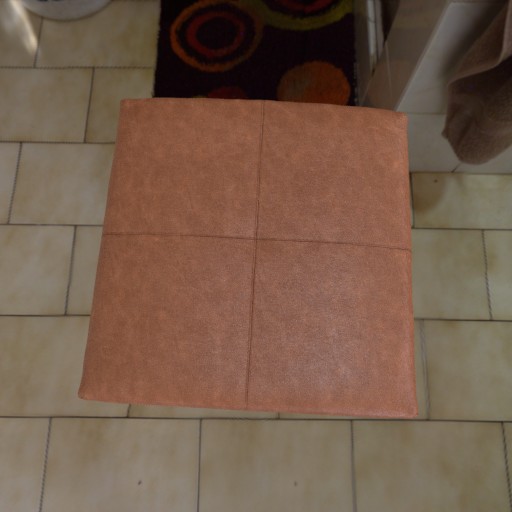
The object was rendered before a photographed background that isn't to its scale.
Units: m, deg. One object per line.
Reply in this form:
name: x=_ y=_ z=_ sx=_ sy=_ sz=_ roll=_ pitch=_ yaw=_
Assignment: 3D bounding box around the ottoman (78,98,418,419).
ottoman: x=0.000 y=0.000 z=1.577 sx=1.013 sy=0.442 sz=1.016 roll=3 pitch=76 yaw=1
